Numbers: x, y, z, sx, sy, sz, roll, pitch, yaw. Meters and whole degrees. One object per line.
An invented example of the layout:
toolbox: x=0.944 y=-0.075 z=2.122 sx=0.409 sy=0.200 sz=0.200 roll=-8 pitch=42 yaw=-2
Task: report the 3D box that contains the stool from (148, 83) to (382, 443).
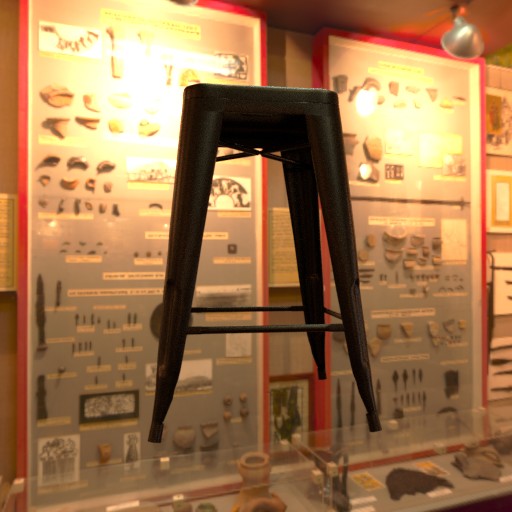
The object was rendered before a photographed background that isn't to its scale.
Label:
stool: x=0.000 y=0.000 z=0.913 sx=0.455 sy=0.609 sz=0.423 roll=0 pitch=0 yaw=-18
